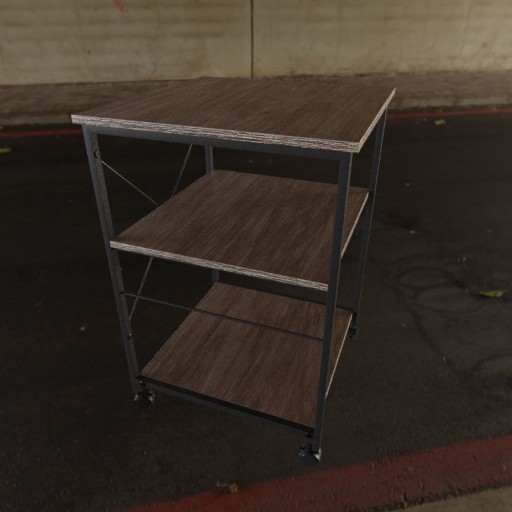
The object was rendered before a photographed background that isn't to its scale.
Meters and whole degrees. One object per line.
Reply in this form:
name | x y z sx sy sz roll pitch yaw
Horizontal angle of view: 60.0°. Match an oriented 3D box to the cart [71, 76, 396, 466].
cart | 0.000 0.000 1.124 0.520 0.762 0.521 11 31 18
